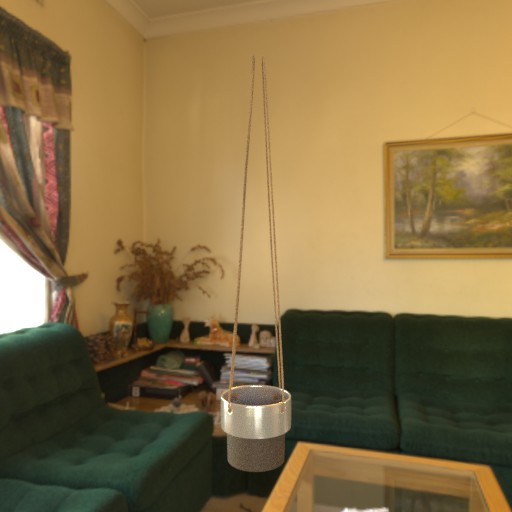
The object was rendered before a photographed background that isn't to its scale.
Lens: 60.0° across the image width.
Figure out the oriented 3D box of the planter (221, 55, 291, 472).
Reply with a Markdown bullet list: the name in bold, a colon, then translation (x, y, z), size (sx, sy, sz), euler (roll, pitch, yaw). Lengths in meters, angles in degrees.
- **planter**: translation (0.000, 0.000, 1.179), size (0.187, 1.073, 0.187), euler (0, -1, 0)
